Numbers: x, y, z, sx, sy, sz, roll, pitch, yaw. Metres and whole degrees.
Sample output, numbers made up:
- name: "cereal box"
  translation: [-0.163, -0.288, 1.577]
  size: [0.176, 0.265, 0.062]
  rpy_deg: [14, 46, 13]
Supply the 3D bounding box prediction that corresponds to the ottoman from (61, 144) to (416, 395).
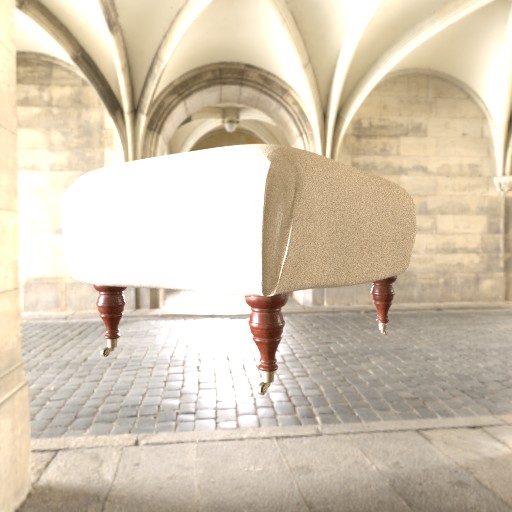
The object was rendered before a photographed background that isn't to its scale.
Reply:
- name: "ottoman"
  translation: [0.000, 0.000, 1.119]
  size: [0.622, 0.450, 0.747]
  rpy_deg: [1, 2, 36]
